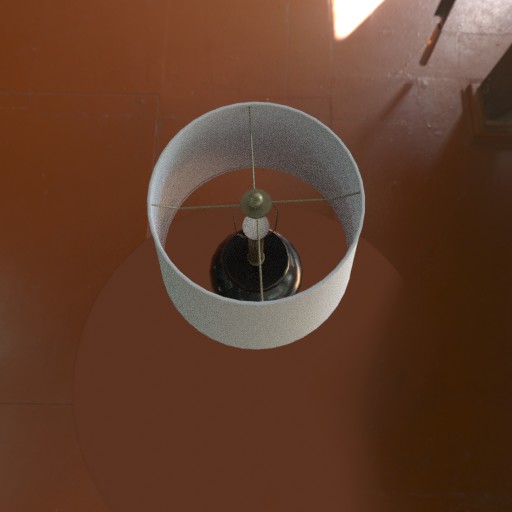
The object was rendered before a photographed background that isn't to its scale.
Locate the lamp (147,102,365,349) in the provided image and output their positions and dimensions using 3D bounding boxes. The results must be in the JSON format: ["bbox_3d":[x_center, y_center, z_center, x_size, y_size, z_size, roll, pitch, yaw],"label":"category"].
[{"bbox_3d":[0.000,0.000,0.575,0.239,0.399,0.239,0,75,0],"label":"lamp"}]
